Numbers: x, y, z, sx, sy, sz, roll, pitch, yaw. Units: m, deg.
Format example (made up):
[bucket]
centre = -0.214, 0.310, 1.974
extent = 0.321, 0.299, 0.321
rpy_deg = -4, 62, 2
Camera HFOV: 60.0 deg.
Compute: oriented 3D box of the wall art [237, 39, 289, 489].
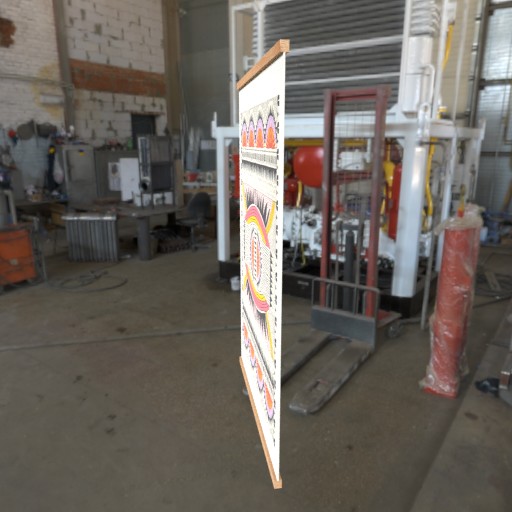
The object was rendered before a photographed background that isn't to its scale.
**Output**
[wall art]
centre = 0.000, 0.000, 1.937
extent = 0.028, 1.533, 0.999
rpy_deg = -2, 15, -9
